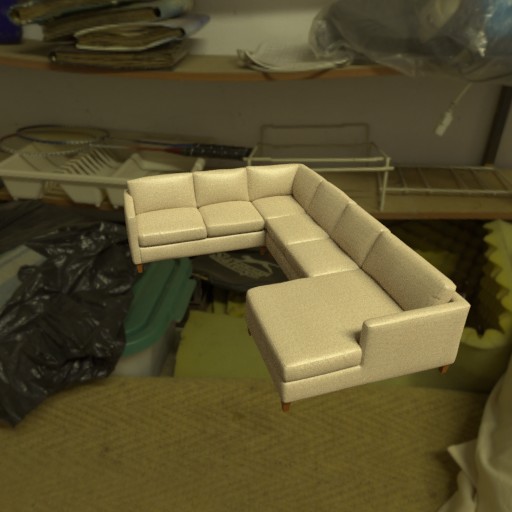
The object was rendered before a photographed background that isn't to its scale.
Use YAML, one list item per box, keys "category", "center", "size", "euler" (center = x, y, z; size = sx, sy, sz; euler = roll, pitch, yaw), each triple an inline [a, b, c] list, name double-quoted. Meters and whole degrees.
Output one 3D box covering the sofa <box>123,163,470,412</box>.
- category: "sofa"
  center: [0.000, 0.000, 4.742]
  size: [2.594, 0.961, 3.460]
  euler: [-8, 31, -15]
